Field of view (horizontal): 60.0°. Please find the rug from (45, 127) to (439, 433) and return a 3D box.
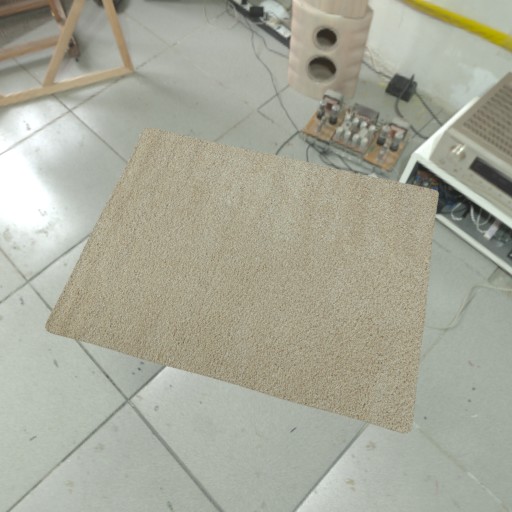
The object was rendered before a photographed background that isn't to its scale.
[{"bbox_3d":[0.000,0.000,2.097,1.600,0.025,1.199,14,64,7],"label":"rug"}]
